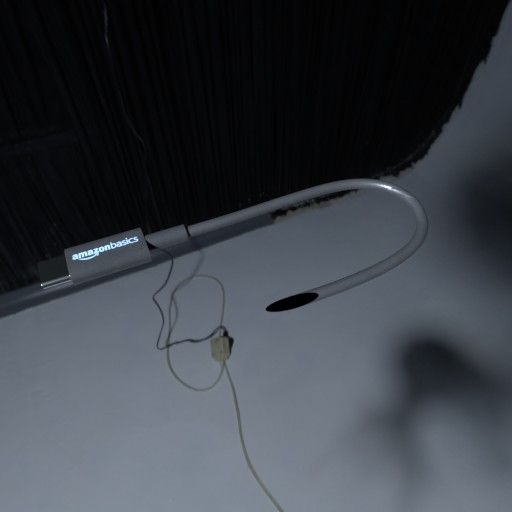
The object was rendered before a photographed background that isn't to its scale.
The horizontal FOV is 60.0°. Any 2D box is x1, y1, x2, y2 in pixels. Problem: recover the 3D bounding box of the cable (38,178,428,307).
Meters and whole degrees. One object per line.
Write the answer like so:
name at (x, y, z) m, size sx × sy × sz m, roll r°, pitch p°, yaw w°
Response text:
cable at (0.000, 0.000, 0.109) m, size 0.098 × 0.005 × 0.041 m, roll -18°, pitch 51°, yaw -16°
